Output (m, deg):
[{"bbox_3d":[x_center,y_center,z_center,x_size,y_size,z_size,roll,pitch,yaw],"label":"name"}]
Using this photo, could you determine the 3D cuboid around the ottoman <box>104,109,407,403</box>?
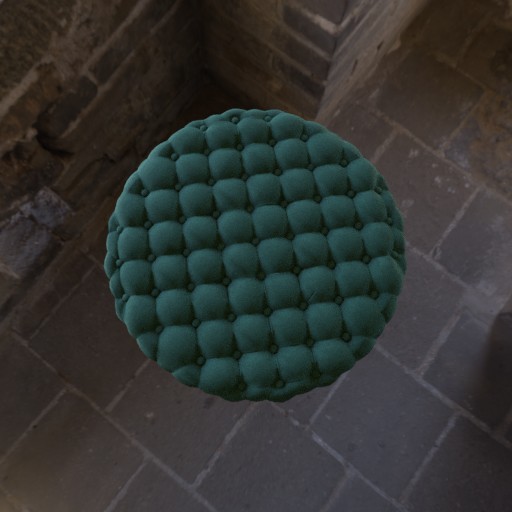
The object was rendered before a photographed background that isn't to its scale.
[{"bbox_3d":[0.000,0.000,1.595,0.998,0.399,0.998,0,75,0],"label":"ottoman"}]
